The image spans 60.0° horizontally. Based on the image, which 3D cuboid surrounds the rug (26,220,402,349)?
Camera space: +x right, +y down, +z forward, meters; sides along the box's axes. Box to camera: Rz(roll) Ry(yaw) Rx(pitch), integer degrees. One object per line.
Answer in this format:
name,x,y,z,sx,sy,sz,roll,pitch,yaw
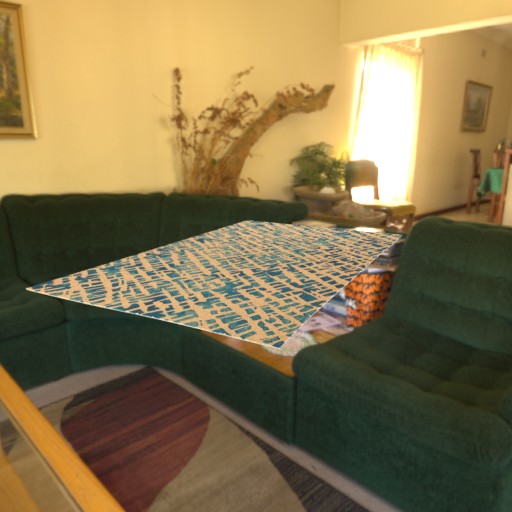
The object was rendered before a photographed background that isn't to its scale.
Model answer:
rug,0.000,0.000,3.092,1.520,0.011,2.447,8,16,27
